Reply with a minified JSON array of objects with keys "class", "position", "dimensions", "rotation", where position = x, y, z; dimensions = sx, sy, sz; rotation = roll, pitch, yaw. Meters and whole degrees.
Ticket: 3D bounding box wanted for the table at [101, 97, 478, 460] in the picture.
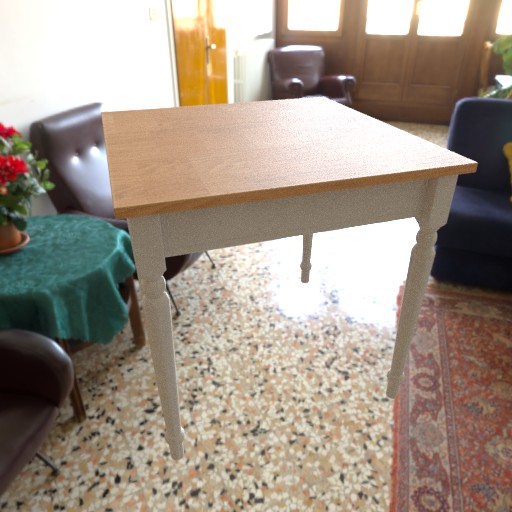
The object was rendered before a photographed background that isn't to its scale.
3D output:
[{"class":"table","position":[0.000,0.000,1.331],"dimensions":[0.747,0.738,0.747],"rotation":[-10,32,-16]}]
